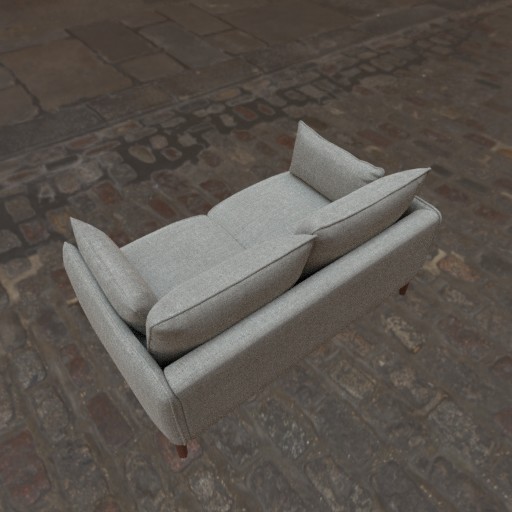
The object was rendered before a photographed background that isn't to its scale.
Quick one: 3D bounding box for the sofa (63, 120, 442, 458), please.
[{"bbox_3d":[0.000,0.000,2.153,1.580,0.851,0.972,-29,52,-26],"label":"sofa"}]
